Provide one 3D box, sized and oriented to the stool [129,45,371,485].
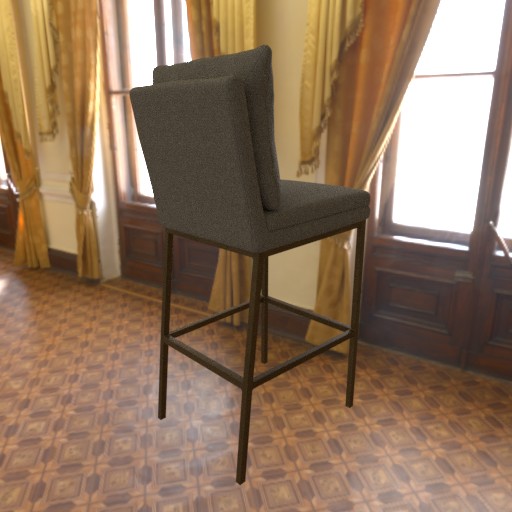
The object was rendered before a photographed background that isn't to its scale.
[{"bbox_3d":[0.000,0.000,1.396,0.569,1.132,0.463,-15,22,-42],"label":"stool"}]
